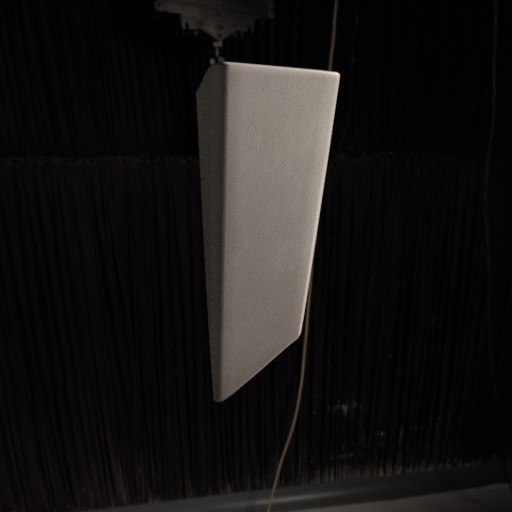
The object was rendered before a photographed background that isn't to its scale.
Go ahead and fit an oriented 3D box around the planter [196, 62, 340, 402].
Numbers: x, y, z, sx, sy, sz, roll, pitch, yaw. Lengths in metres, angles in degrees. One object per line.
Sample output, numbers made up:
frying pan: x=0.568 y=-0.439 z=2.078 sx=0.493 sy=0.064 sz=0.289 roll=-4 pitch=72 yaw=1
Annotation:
planter: x=0.000 y=0.000 z=0.269 sx=0.060 sy=0.197 sz=0.150 roll=-3 pitch=16 yaw=-9
